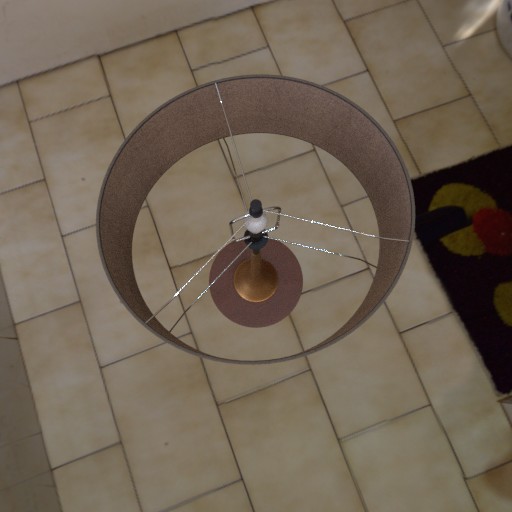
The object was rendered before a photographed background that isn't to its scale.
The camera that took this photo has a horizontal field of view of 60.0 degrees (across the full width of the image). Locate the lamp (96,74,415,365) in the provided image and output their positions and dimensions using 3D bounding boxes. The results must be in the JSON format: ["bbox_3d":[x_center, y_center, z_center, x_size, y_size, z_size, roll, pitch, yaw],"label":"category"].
[{"bbox_3d":[0.000,0.000,0.834,0.417,0.551,0.396,-18,77,-4],"label":"lamp"}]
